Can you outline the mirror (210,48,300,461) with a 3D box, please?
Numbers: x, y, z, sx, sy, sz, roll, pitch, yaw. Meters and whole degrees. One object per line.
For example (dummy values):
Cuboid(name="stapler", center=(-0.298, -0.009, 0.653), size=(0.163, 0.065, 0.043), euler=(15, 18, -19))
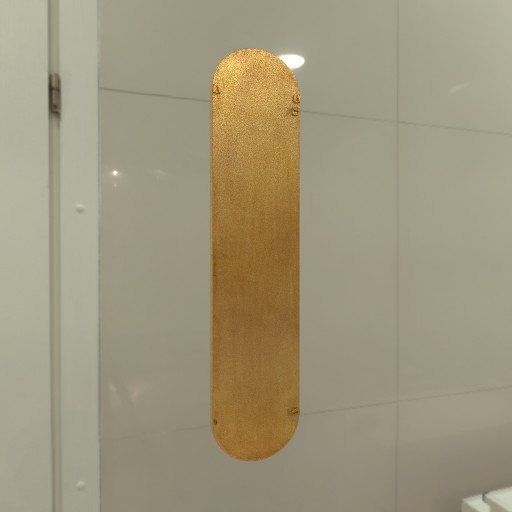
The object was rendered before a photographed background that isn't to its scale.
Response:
Cuboid(name="mirror", center=(0.000, 0.000, 1.077), size=(0.222, 0.991, 0.032), euler=(0, 1, -19))
